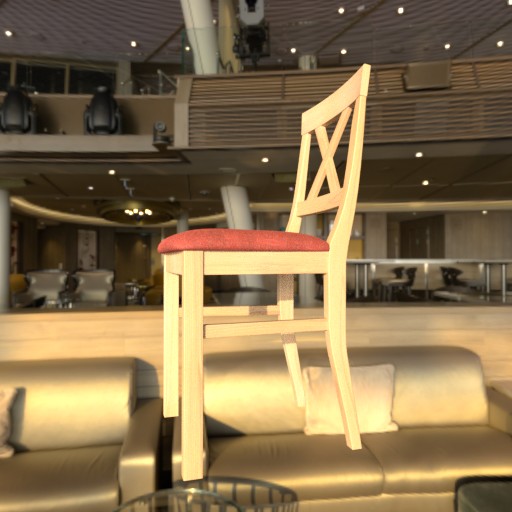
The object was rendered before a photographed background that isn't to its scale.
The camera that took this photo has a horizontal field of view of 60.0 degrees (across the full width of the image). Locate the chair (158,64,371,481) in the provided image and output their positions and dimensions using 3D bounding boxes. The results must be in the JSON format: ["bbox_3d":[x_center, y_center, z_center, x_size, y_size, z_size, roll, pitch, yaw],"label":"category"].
[{"bbox_3d":[0.000,0.000,1.156,0.492,0.912,0.439,0,-1,-17],"label":"chair"}]
